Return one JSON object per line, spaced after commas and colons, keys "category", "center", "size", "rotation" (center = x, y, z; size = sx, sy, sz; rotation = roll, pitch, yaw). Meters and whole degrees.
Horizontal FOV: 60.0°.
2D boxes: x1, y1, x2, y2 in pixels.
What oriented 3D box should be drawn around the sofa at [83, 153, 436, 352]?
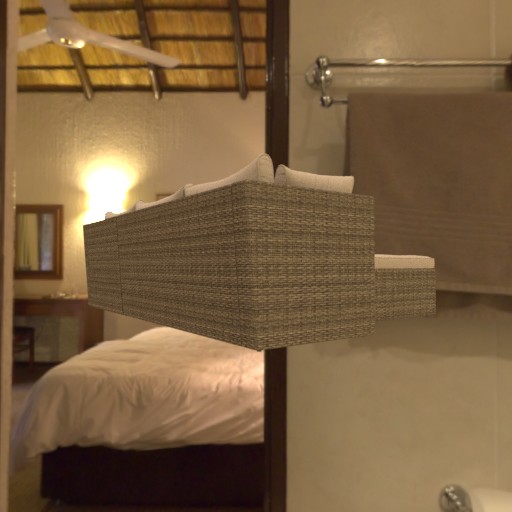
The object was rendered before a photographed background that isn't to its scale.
{"category": "sofa", "center": [0.000, 0.000, 2.940], "size": [1.662, 0.766, 2.192], "rotation": [1, -2, -36]}
